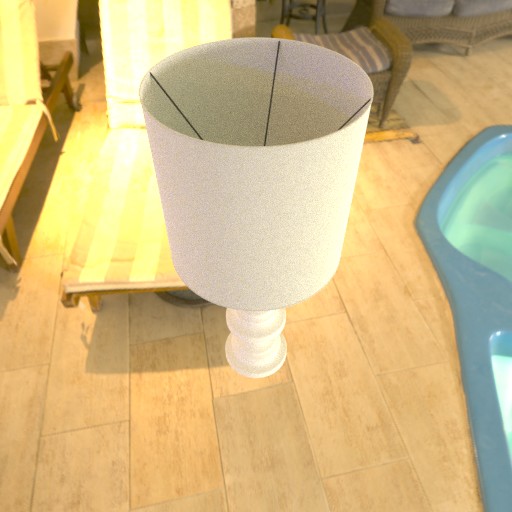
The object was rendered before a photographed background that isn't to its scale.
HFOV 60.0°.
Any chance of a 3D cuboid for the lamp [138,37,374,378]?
[{"bbox_3d":[0.000,0.000,0.565,0.208,0.455,0.208,-4,47,-4],"label":"lamp"}]
